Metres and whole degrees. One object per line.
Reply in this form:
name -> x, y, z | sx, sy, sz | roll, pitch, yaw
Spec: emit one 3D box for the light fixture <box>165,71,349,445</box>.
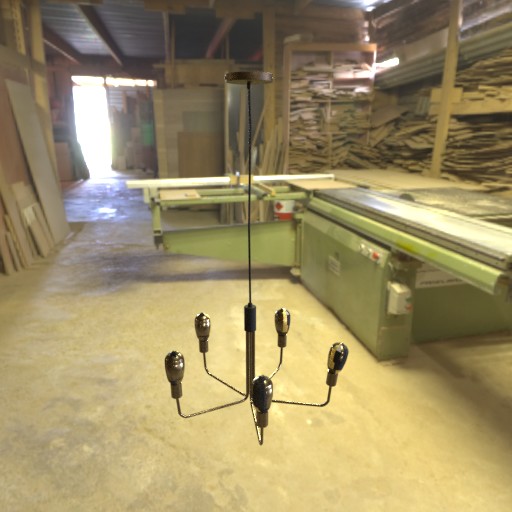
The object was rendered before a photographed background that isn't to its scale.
light fixture -> 0.000, 0.000, 1.381 | 0.588, 1.059, 0.532 | -2, 16, -8
